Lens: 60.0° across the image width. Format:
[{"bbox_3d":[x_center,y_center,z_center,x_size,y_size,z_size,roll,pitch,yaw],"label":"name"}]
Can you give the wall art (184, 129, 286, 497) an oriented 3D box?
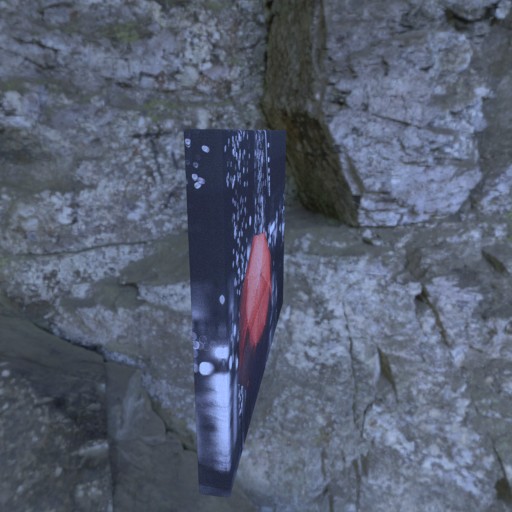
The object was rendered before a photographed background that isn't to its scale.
[{"bbox_3d":[0.000,0.000,0.744,0.037,0.406,0.609,2,16,9],"label":"wall art"}]
